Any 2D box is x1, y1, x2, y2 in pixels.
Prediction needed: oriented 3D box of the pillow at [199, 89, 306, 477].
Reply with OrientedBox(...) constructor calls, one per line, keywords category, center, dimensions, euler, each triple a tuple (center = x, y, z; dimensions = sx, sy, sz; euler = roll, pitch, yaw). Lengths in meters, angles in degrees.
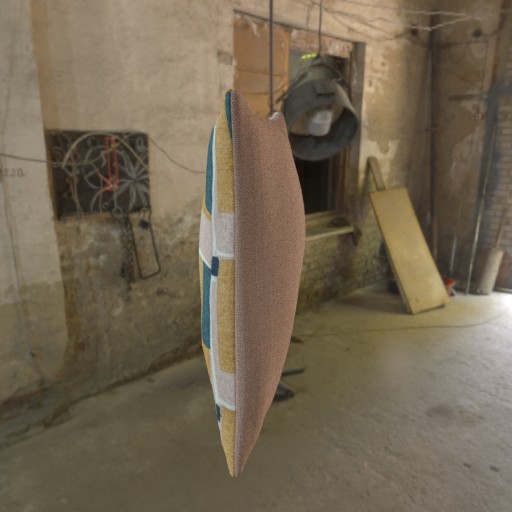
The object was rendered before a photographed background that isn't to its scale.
OrientedBox(category="pillow", center=(0.000, 0.000, 0.736), dimensions=(0.158, 0.479, 0.478), euler=(2, 15, 9))
